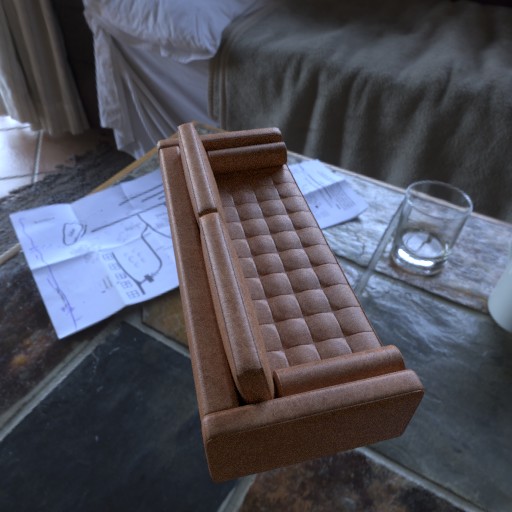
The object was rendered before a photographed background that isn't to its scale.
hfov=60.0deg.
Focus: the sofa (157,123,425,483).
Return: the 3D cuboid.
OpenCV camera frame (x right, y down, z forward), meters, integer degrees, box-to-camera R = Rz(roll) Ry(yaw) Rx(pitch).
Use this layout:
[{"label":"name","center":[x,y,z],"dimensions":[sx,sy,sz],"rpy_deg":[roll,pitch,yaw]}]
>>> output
[{"label":"sofa","center":[0.000,0.000,2.568],"dimensions":[0.919,0.770,2.200],"rpy_deg":[-10,45,-10]}]
